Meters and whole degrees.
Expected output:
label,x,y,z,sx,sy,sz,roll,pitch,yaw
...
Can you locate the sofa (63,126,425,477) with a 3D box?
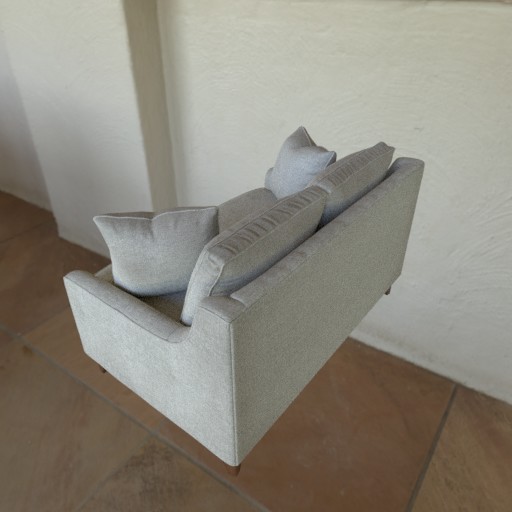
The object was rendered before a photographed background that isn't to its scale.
label,x,y,z,sx,sy,sz,roll,pitch,yaw
sofa,0.000,0.000,2.007,0.915,0.863,1.422,23,40,31
